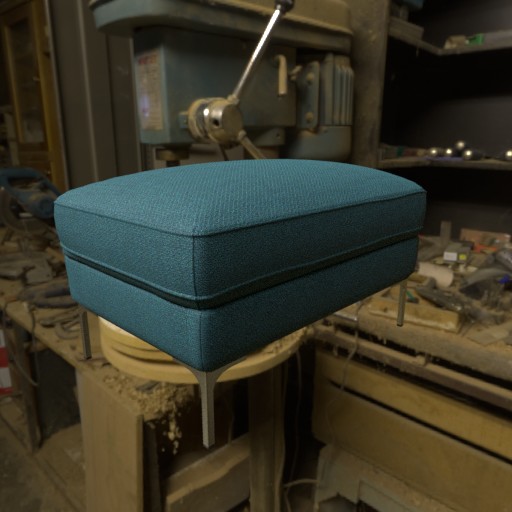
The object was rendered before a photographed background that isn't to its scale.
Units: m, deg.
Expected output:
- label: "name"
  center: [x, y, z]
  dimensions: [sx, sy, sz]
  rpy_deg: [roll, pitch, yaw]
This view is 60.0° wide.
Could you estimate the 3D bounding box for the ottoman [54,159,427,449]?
- label: "ottoman"
  center: [0.000, 0.000, 1.186]
  dimensions: [0.563, 0.498, 0.856]
  rpy_deg: [14, 21, 42]
